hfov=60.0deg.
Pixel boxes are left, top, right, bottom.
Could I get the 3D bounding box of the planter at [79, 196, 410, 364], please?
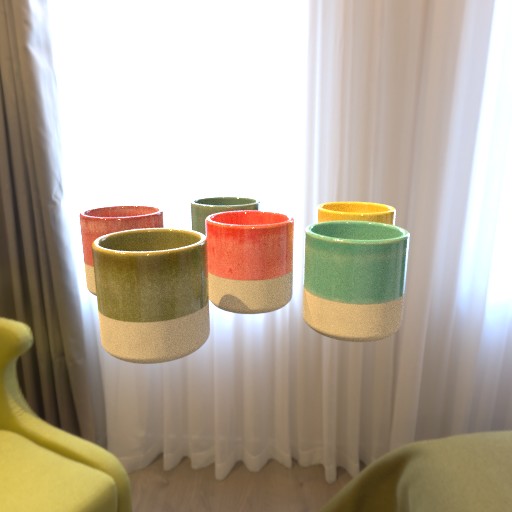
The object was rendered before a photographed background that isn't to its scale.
[{"bbox_3d":[0.000,0.000,0.399,0.286,0.075,0.257,-7,17,-26],"label":"planter"}]
